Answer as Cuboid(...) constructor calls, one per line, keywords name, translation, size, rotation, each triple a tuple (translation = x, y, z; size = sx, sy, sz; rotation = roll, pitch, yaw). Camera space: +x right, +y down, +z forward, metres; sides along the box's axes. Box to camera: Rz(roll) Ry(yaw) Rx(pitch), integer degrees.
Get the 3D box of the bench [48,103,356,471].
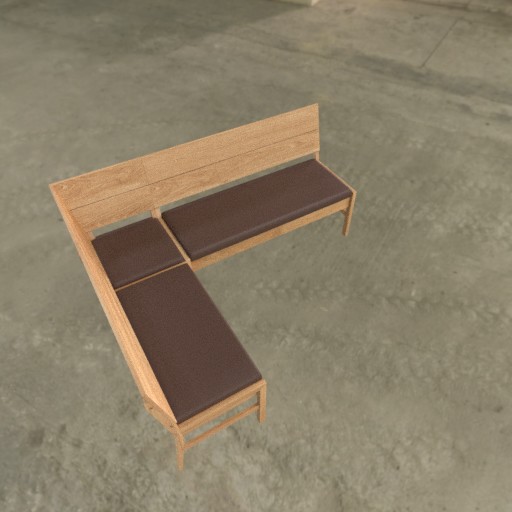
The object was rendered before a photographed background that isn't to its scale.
Cuboid(name="bench", translation=(0.000, 0.000, 2.819), size=(1.975, 0.890, 1.549), rotation=(-24, 51, -21))
